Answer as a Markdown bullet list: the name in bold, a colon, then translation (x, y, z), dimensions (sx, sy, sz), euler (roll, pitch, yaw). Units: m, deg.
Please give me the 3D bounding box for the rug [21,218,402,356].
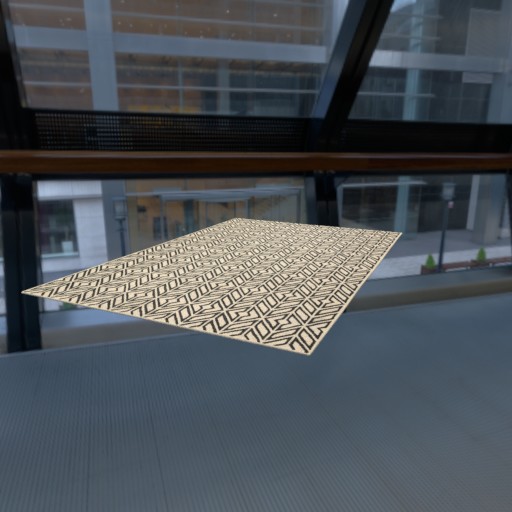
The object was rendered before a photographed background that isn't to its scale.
- **rug**: translation (0.000, 0.000, 2.322), dimensions (1.220, 0.007, 1.828), euler (7, 17, 25)
